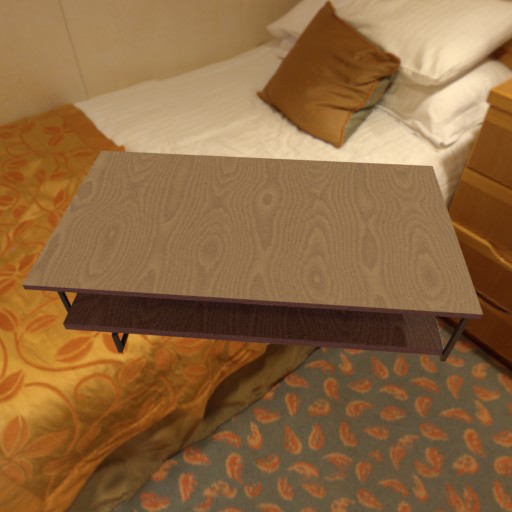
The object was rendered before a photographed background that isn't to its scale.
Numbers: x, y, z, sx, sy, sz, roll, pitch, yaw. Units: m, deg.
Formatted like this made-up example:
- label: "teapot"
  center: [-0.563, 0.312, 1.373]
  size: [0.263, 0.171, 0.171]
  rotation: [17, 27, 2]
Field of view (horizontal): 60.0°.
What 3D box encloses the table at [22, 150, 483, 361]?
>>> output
- label: "table"
  center: [0.000, 0.000, 1.495]
  size: [1.197, 0.347, 0.651]
  rotation: [3, 46, 3]
